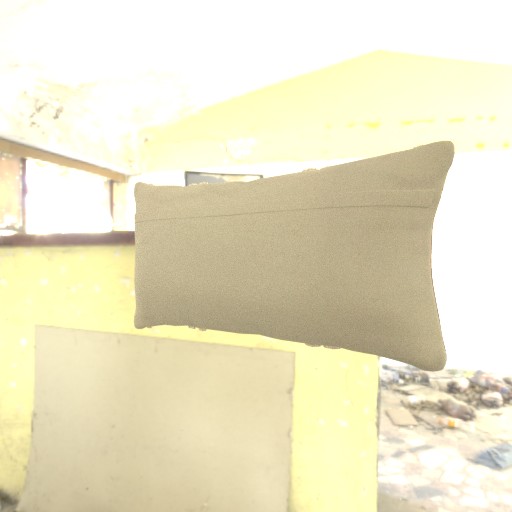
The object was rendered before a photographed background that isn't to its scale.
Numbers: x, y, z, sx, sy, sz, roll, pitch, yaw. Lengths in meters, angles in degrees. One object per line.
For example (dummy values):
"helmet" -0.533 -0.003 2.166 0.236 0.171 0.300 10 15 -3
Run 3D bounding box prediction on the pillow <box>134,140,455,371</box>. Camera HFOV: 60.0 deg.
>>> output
"pillow" 0.000 0.000 0.721 0.608 0.295 0.161 0 0 37
